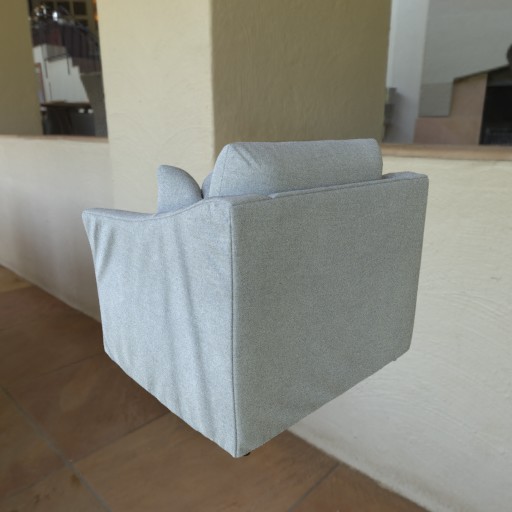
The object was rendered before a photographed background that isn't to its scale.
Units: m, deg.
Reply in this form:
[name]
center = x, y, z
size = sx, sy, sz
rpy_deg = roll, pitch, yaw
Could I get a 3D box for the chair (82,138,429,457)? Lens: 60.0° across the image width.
[chair]
center = 0.000, 0.000, 2.066
size = 1.194, 1.059, 1.071
rpy_deg = -14, 21, -41
